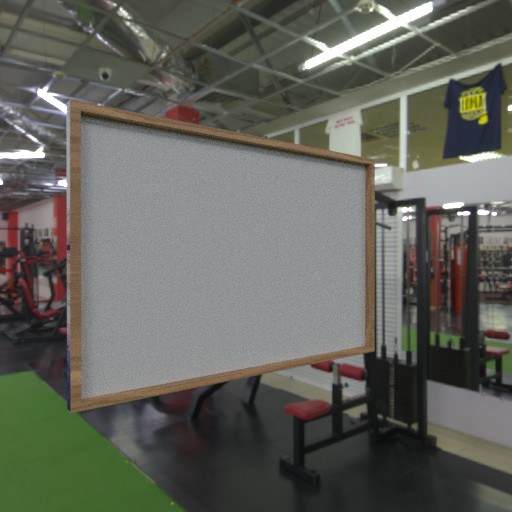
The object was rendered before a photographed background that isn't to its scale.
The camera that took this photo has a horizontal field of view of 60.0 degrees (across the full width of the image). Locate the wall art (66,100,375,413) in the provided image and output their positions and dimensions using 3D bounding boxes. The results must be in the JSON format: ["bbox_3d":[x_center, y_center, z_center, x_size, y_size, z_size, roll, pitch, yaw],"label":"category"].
[{"bbox_3d":[0.000,0.000,1.418,1.137,0.756,0.034,0,0,-36],"label":"wall art"}]
